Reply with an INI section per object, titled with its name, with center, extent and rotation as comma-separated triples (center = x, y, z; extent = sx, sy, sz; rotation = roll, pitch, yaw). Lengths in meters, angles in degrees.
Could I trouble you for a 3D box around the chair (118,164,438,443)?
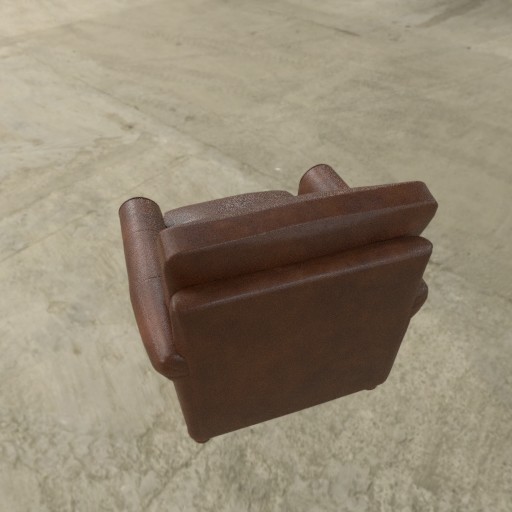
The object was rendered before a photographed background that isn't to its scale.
[chair]
center = 0.000, 0.000, 1.762
extent = 0.989, 0.972, 0.992
rotation = -13, 44, -13
